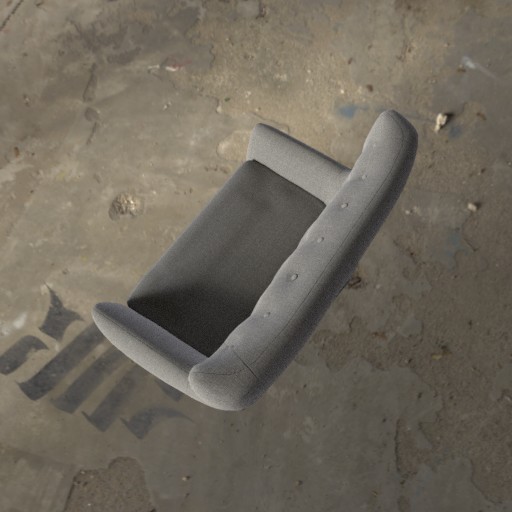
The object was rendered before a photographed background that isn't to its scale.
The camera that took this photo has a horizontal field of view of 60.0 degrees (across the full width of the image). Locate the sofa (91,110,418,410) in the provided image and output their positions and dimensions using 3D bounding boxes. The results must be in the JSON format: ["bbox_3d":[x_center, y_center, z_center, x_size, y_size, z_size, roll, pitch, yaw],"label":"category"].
[{"bbox_3d":[0.000,0.000,2.079,0.884,1.028,1.386,32,68,15],"label":"sofa"}]
